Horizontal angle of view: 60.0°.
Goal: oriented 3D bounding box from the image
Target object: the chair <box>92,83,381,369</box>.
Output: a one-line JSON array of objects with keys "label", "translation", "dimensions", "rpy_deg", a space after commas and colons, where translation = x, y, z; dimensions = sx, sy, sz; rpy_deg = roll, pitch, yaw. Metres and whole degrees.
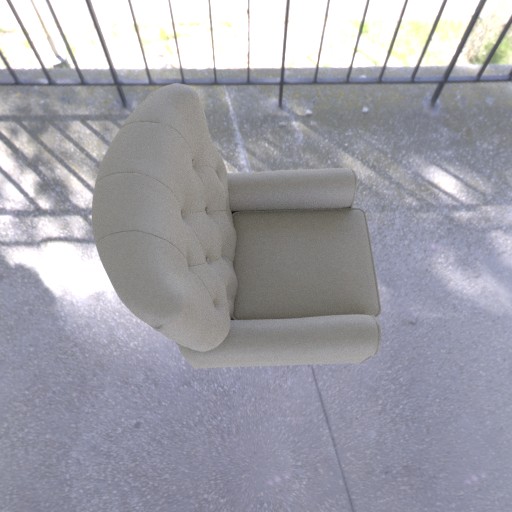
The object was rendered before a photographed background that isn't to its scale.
[{"label": "chair", "translation": [0.000, 0.000, 1.899], "dimensions": [1.059, 1.158, 0.943], "rpy_deg": [-1, 64, -1]}]
